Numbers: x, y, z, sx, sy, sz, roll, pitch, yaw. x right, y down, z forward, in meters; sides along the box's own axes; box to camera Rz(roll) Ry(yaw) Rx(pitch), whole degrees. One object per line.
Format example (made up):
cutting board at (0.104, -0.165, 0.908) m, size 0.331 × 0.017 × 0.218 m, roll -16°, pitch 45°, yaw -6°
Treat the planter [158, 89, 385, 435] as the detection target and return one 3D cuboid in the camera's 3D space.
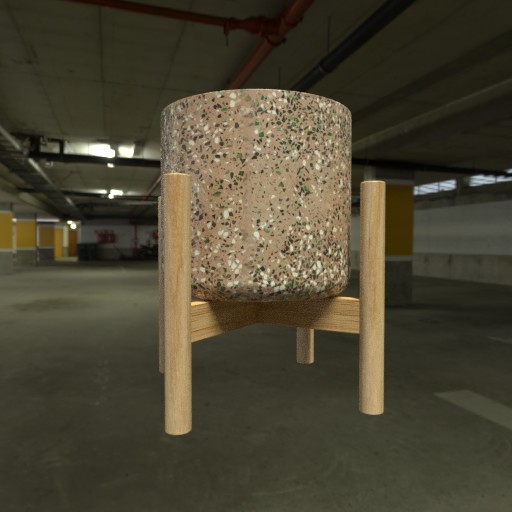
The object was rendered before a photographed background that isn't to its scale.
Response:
planter at (0.000, 0.000, 0.532) m, size 0.284 × 0.320 × 0.284 m, roll -1°, pitch 2°, yaw -36°
